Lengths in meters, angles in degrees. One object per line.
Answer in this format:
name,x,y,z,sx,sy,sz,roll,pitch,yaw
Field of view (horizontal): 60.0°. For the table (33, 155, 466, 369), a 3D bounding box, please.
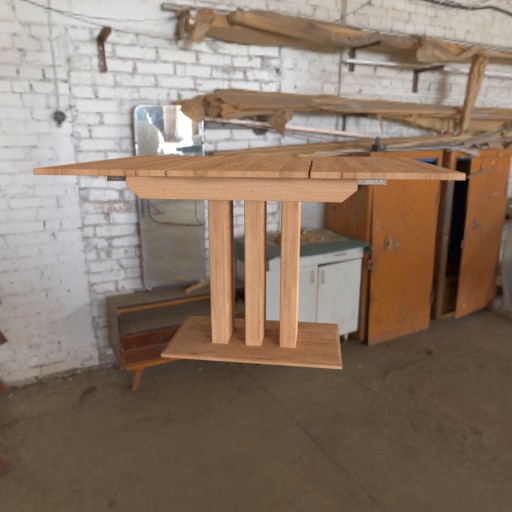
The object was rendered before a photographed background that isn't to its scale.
table,0.000,0.000,1.846,1.300,0.770,0.900,2,16,7
